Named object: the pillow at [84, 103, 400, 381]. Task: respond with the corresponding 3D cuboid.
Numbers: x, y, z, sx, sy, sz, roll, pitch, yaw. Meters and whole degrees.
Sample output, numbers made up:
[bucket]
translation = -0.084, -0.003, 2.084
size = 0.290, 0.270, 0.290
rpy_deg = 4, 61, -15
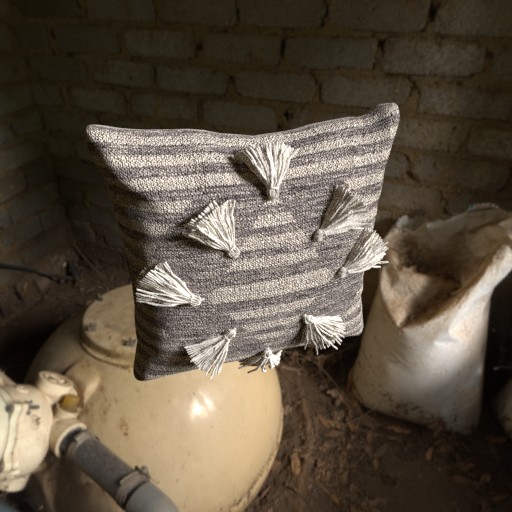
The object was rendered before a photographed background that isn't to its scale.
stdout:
[pillow]
translation = 0.000, 0.000, 0.775
size = 0.484, 0.490, 0.234
rpy_deg = -9, 34, -14
